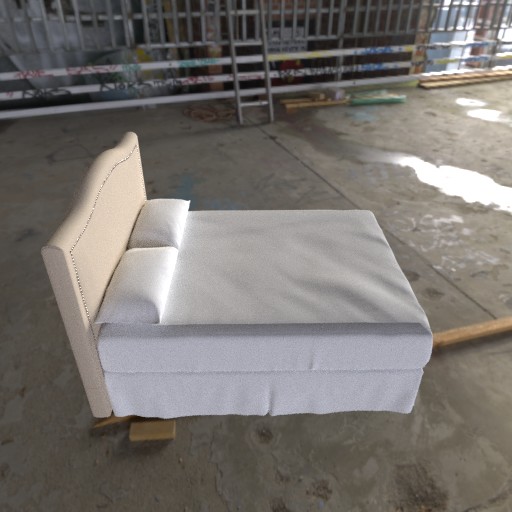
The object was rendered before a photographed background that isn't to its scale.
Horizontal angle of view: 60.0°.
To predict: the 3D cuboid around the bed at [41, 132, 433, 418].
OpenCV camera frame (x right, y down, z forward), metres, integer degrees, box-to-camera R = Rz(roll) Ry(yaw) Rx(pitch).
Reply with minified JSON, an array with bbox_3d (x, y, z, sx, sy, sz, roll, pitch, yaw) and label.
[{"bbox_3d":[0.000,0.000,3.224,2.143,1.460,1.753,0,34,-1],"label":"bed"}]
